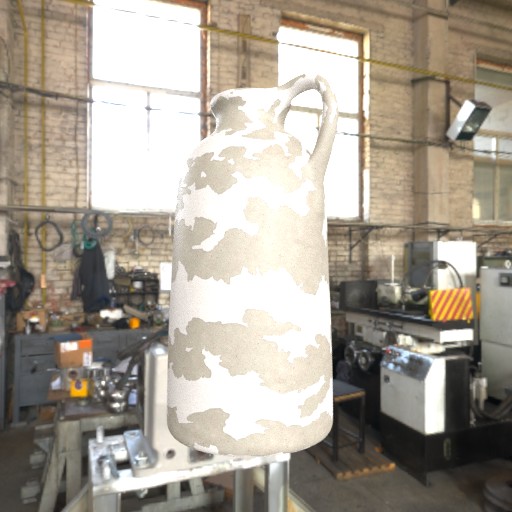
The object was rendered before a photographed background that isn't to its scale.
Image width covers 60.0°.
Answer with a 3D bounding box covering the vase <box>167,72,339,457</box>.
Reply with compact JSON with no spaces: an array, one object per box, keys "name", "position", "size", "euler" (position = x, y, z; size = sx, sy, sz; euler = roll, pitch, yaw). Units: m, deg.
[{"name":"vase","position":[0.000,0.000,0.501],"size":[0.203,0.382,0.186],"euler":[-1,-1,36]}]
